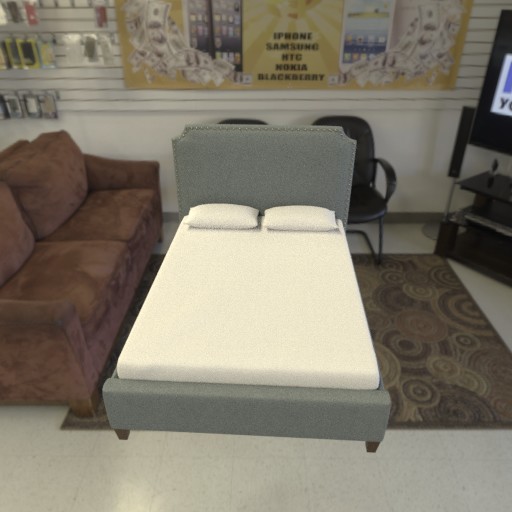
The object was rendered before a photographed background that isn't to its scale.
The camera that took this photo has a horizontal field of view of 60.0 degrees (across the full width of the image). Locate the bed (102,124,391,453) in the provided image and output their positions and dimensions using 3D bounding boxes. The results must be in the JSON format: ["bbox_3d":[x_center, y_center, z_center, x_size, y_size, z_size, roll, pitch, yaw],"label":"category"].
[{"bbox_3d":[0.000,0.000,3.428,1.712,1.443,2.372,2,30,3],"label":"bed"}]
